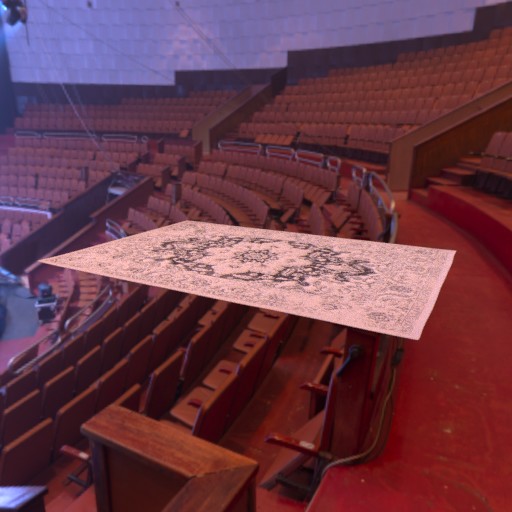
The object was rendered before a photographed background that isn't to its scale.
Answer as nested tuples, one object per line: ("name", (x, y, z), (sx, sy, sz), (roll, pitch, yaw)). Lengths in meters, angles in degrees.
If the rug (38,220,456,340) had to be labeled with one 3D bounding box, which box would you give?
("rug", (0.000, 0.000, 2.297), (1.813, 0.008, 1.223), (8, 18, 27))
